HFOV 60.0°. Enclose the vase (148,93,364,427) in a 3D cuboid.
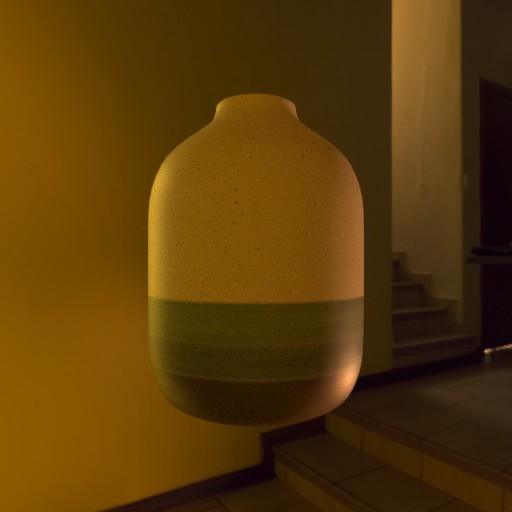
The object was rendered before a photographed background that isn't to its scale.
[{"bbox_3d":[0.000,0.000,0.358,0.169,0.240,0.169,0,0,0],"label":"vase"}]
